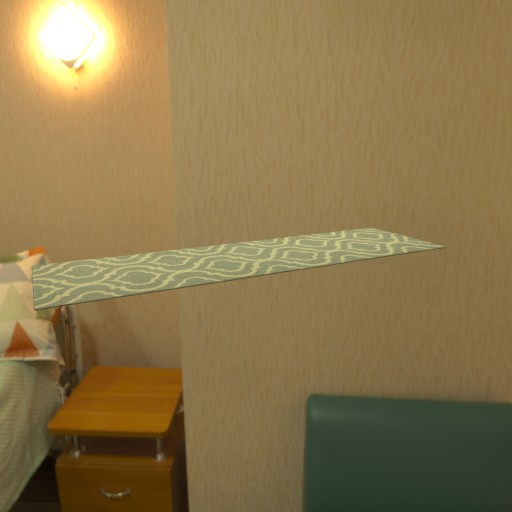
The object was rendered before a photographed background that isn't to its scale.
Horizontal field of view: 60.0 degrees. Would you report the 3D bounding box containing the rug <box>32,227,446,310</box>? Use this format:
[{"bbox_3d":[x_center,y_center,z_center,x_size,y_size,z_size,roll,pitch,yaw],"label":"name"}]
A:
[{"bbox_3d":[0.000,0.000,2.510,2.275,0.009,0.684,-7,17,-26],"label":"rug"}]
